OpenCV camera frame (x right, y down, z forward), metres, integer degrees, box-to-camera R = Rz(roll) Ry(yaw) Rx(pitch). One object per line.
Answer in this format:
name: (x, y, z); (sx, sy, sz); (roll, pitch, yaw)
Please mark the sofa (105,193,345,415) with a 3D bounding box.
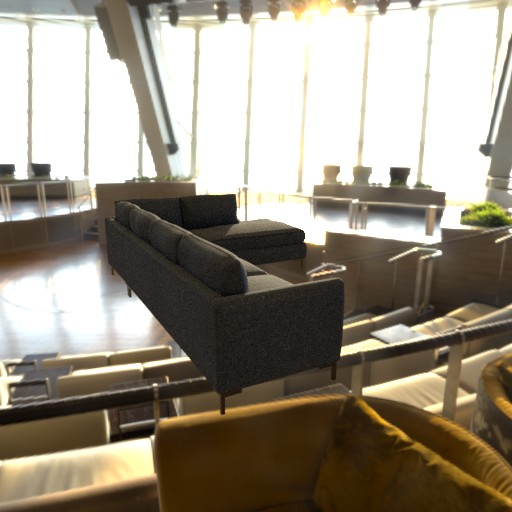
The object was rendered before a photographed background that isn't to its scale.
sofa: (0.000, 0.000, 3.857); (2.007, 0.815, 2.949); (-8, 16, -27)
